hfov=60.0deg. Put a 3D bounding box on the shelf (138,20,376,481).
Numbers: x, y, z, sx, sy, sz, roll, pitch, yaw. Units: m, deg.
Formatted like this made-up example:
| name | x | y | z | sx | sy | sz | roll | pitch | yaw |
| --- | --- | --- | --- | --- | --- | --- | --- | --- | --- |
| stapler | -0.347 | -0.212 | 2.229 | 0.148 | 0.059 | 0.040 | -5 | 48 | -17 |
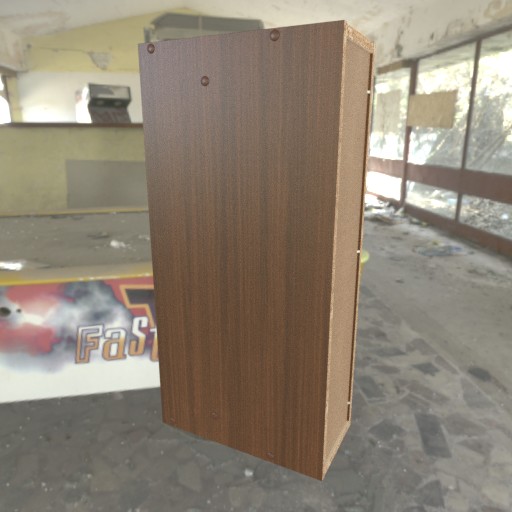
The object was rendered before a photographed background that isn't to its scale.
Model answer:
| name | x | y | z | sx | sy | sz | roll | pitch | yaw |
| --- | --- | --- | --- | --- | --- | --- | --- | --- | --- |
| shelf | 0.000 | 0.000 | 0.683 | 0.290 | 0.600 | 0.147 | 8 | 17 | 27 |
